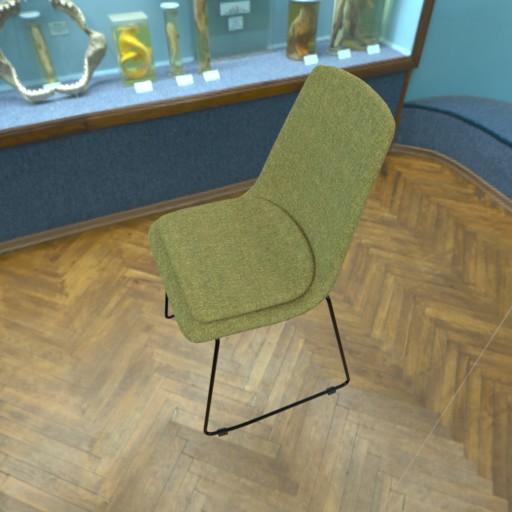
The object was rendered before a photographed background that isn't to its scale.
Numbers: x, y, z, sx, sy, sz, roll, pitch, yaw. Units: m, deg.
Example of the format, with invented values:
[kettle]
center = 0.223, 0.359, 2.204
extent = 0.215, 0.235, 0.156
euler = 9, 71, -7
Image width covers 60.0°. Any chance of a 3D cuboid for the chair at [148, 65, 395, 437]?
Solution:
[chair]
center = 0.000, 0.000, 1.157
extent = 0.496, 0.849, 0.479
euler = -16, 47, -16
